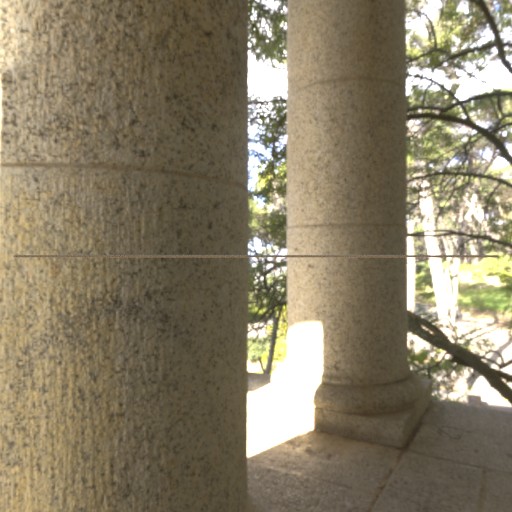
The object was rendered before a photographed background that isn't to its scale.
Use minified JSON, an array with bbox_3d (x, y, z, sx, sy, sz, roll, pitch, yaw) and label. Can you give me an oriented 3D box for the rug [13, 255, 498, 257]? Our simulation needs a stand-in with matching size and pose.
[{"bbox_3d":[0.000,0.000,2.842,2.286,0.011,1.524,0,0,1],"label":"rug"}]
